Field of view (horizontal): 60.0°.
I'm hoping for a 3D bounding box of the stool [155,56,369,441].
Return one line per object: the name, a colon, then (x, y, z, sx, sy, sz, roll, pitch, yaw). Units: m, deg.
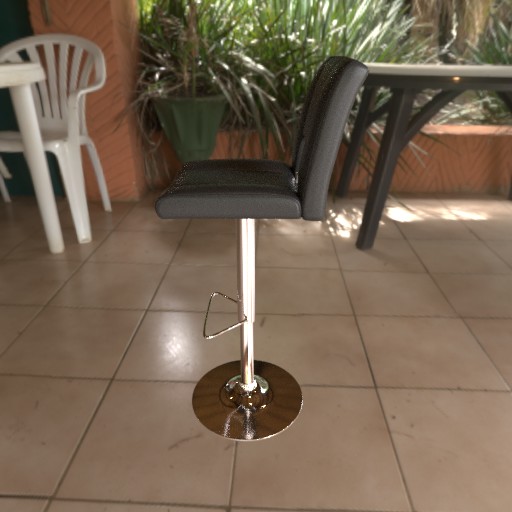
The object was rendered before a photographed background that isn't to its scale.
stool: (0.000, 0.000, 1.398, 0.520, 1.151, 0.415, 1, 25, 1)
